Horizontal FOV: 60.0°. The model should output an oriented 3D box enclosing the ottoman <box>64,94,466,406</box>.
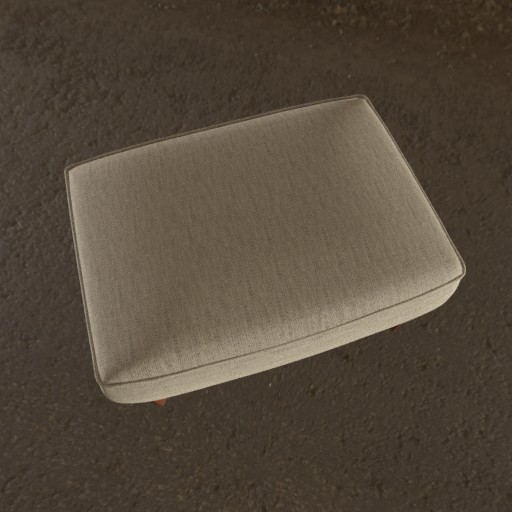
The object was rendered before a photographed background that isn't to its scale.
[{"bbox_3d":[0.000,0.000,1.134,0.794,0.465,0.594,-16,66,-7],"label":"ottoman"}]
